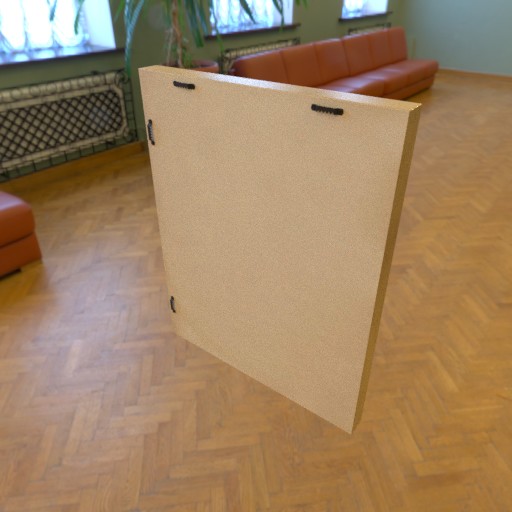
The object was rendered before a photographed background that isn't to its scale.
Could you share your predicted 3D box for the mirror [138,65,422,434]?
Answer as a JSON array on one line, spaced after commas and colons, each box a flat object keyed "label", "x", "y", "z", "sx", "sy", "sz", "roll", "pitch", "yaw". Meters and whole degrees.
[{"label": "mirror", "x": 0.000, "y": 0.000, "z": 0.688, "sx": 0.406, "sy": 0.509, "sz": 0.041, "roll": 22, "pitch": 38, "yaw": 30}]
